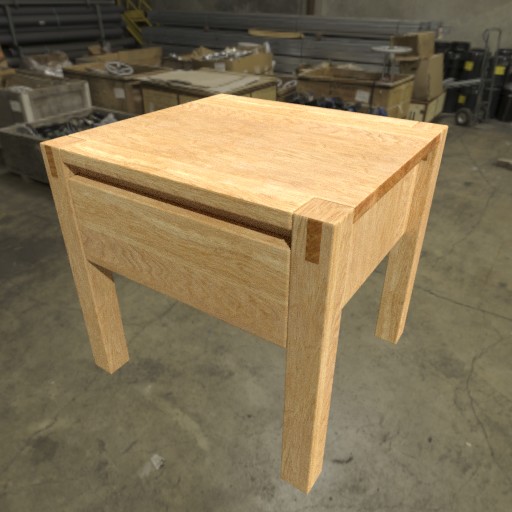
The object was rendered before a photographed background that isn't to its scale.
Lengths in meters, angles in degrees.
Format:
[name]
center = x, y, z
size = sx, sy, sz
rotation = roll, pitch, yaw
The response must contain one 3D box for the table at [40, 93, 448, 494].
[table]
center = 0.000, 0.000, 0.813
size = 0.480, 0.450, 0.440
rotation = 19, 36, 29
